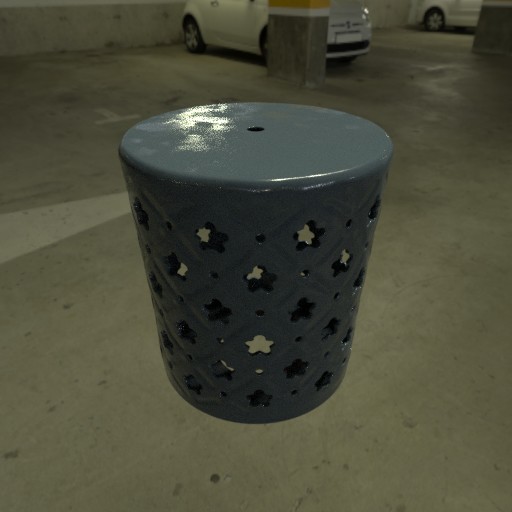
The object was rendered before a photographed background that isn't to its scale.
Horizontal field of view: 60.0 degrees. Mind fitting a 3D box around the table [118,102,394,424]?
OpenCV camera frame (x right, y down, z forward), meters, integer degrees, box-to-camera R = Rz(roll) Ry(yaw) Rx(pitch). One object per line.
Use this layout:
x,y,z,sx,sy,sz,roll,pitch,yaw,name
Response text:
0.000,0.000,0.677,0.352,0.387,0.352,0,31,0,table
